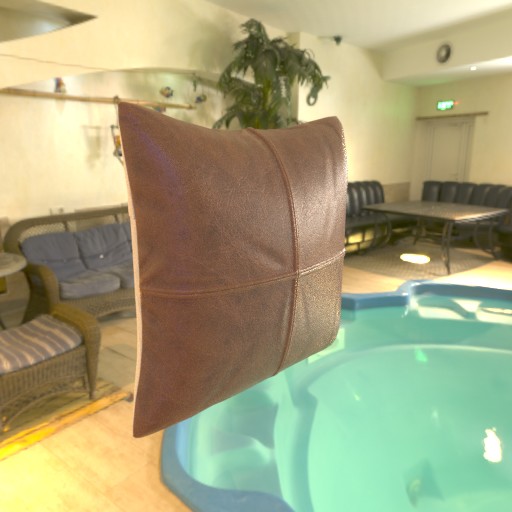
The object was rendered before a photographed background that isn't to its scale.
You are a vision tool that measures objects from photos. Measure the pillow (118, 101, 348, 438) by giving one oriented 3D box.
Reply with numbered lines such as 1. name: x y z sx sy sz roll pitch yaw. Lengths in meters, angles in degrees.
1. pillow: 0.000 0.000 0.741 0.192 0.470 0.484 13 19 43
